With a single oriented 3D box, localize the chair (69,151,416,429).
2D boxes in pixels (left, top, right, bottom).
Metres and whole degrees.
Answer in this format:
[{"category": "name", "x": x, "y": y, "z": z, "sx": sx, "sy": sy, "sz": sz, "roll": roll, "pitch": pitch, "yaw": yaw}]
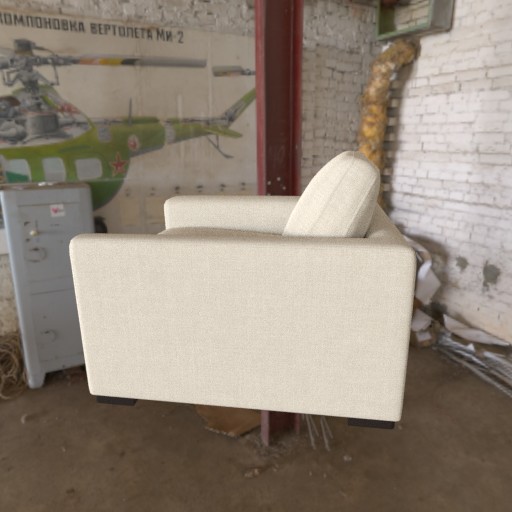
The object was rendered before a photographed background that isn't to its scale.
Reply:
[{"category": "chair", "x": 0.000, "y": 0.000, "z": 1.897, "sx": 1.100, "sy": 0.876, "sz": 1.070, "roll": 2, "pitch": 16, "yaw": 8}]
